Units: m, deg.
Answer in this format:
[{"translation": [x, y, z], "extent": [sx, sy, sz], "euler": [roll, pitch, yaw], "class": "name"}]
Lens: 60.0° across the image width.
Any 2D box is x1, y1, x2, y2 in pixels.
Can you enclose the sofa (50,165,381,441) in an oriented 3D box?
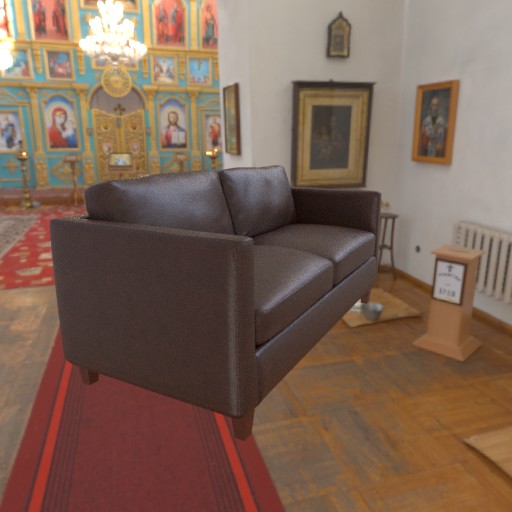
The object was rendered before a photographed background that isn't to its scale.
[{"translation": [0.000, 0.000, 2.446], "extent": [0.951, 0.933, 1.883], "euler": [8, 16, 28], "class": "sofa"}]
